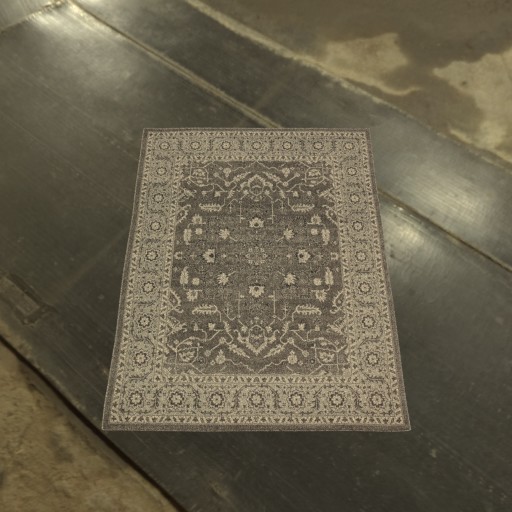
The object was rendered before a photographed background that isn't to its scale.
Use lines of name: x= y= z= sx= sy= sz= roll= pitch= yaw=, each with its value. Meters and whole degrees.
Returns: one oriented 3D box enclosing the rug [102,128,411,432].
rug: x=0.000 y=0.000 z=4.156 sx=2.451 sy=0.026 sz=3.069 roll=0 pitch=65 yaw=0
